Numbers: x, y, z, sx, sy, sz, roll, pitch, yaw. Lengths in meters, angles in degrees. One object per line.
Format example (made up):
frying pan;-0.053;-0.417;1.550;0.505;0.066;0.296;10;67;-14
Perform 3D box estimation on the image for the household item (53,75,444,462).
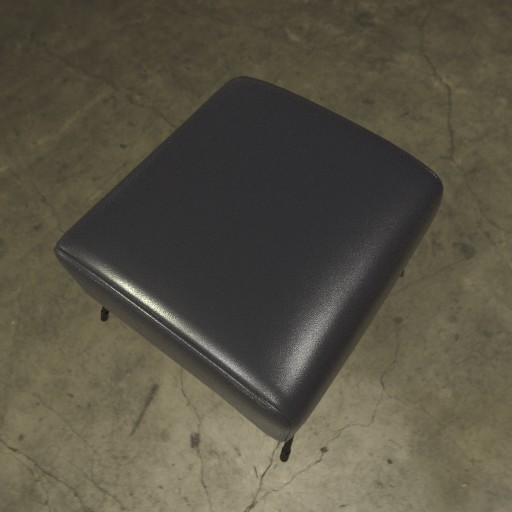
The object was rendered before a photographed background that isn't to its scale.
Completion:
household item;0.000;0.000;0.890;0.530;0.410;0.530;33;67;16
